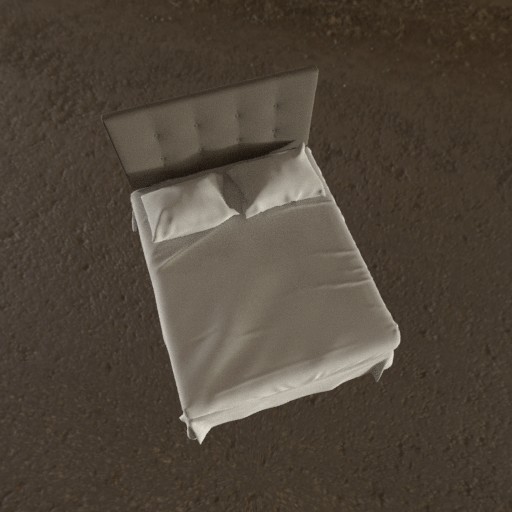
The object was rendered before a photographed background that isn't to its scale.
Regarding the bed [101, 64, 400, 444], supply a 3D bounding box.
[{"bbox_3d":[0.000,0.000,3.479,1.936,1.577,2.222,-16,65,-8],"label":"bed"}]
